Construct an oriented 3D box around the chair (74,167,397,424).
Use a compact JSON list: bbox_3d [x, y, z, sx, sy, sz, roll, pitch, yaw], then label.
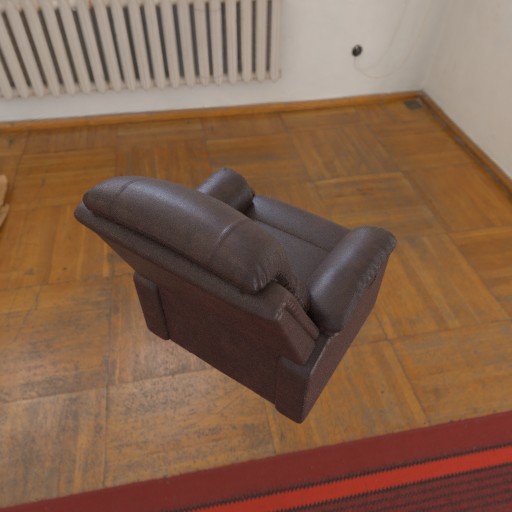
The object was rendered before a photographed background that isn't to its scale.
[{"bbox_3d":[0.000,0.000,1.676,0.855,0.992,0.919,25,51,23],"label":"chair"}]
